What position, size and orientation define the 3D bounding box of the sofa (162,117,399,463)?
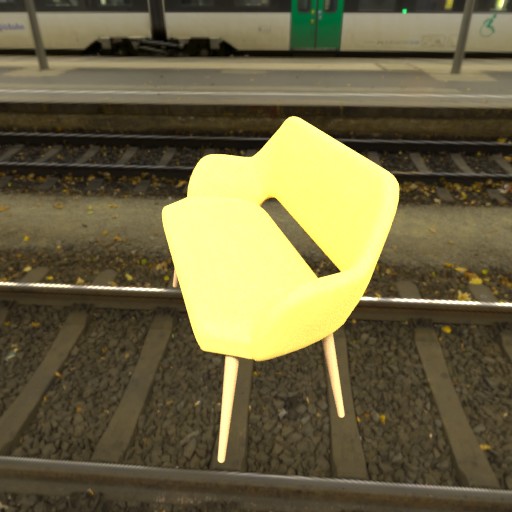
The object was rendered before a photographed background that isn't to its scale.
[{"bbox_3d":[0.000,0.000,1.679,0.610,0.840,1.150,-9,31,-15],"label":"sofa"}]
